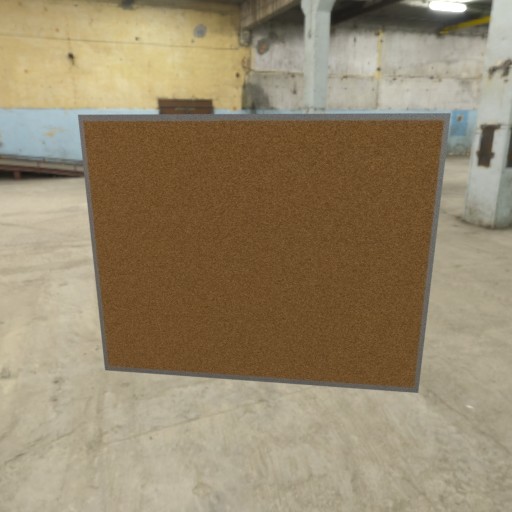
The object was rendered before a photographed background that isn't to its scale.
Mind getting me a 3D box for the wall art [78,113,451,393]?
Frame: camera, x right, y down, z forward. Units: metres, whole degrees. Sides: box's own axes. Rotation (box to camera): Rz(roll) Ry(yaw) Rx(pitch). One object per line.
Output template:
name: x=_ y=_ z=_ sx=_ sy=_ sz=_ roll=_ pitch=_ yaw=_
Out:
wall art: x=0.000 y=0.000 z=0.739 sx=0.557 sy=0.450 sz=0.037 roll=2 pitch=16 yaw=7
